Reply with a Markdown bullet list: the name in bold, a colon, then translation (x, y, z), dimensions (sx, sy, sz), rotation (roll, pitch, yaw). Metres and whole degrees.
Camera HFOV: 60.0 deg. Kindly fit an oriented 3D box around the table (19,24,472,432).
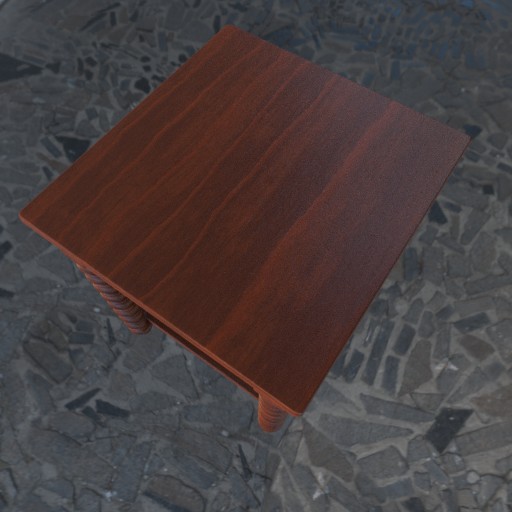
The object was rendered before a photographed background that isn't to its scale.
- **table**: translation (0.000, 0.000, 0.942), dimensions (0.500, 0.567, 0.533), rotation (32, 67, 15)
